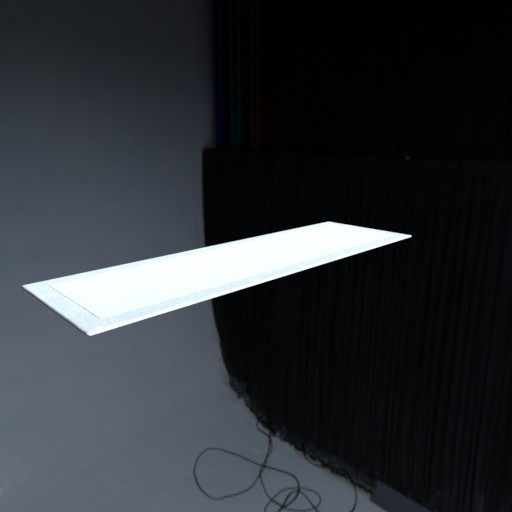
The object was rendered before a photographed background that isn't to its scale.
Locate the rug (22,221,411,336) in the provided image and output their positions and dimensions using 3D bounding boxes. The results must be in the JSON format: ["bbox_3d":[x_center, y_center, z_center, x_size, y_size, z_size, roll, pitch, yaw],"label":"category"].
[{"bbox_3d":[0.000,0.000,2.697,2.430,0.012,0.759,-14,20,-42],"label":"rug"}]
